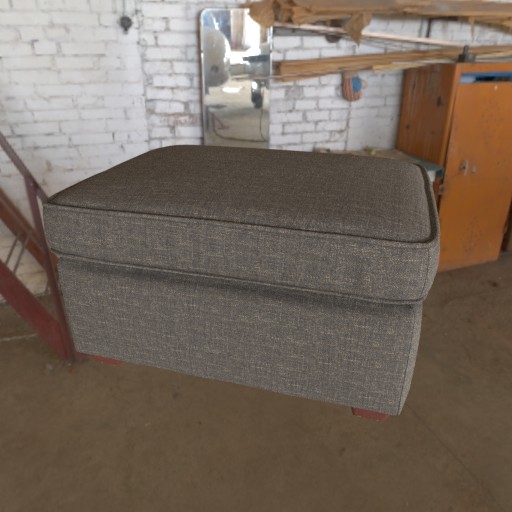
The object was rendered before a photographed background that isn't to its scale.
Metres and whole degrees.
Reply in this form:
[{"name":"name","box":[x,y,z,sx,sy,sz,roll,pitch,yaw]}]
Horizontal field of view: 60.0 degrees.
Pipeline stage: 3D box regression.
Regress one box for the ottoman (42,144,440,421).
[{"name":"ottoman","box":[0.000,0.000,1.056,0.749,0.450,0.549,7,27,14]}]
